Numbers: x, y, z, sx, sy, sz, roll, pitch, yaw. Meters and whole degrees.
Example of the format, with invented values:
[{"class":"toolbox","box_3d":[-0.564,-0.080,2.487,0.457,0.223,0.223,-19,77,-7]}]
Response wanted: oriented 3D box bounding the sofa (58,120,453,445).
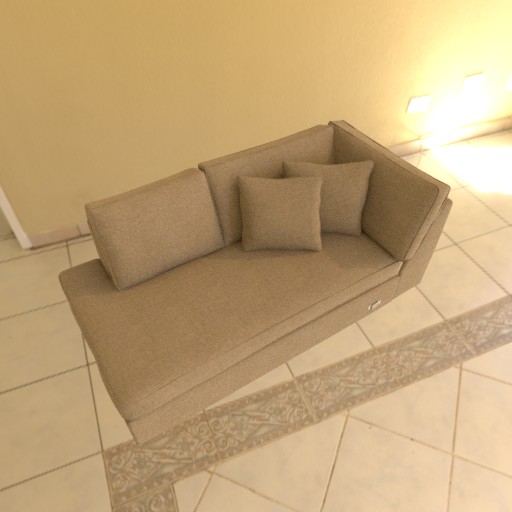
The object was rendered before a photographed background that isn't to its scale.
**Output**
[{"class":"sofa","box_3d":[0.000,0.000,2.816,2.238,1.019,1.110,-24,50,-22]}]
